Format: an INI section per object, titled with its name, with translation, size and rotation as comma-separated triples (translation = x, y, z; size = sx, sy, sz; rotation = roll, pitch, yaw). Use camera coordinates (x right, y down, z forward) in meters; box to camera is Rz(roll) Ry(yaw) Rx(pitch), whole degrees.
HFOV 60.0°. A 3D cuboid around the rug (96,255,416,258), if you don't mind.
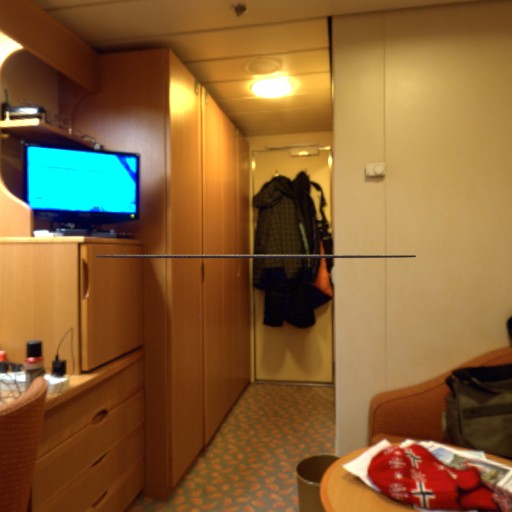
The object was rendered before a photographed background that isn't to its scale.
[rug]
translation = 0.000, 0.000, 3.512
size = 2.386, 0.014, 2.386
rotation = 0, 0, 0
